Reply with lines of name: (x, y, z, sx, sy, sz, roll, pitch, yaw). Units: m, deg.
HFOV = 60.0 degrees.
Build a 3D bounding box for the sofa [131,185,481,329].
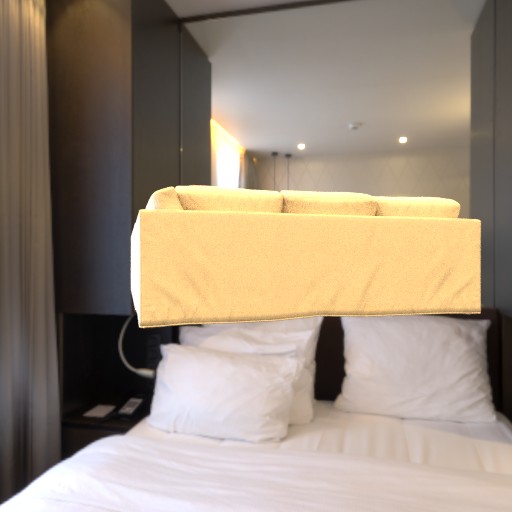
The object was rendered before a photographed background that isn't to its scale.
sofa: (0.000, 0.000, 4.538, 2.427, 0.882, 3.460, 0, 0, -16)
